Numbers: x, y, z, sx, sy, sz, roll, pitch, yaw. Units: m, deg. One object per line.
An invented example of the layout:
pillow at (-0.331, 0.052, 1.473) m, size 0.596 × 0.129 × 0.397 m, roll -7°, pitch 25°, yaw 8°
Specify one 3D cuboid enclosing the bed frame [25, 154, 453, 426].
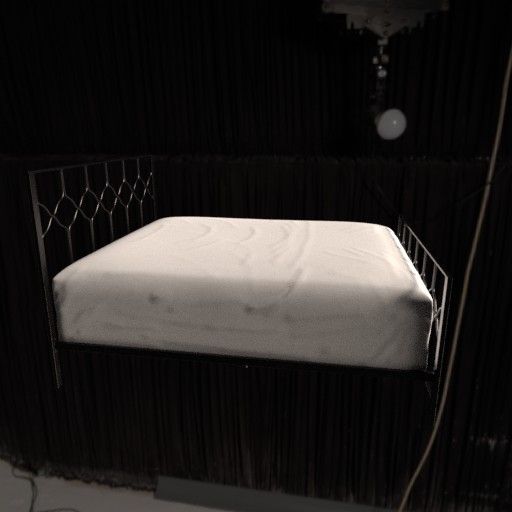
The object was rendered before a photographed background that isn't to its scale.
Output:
bed frame at (0.000, 0.000, 2.961) m, size 2.063 × 1.222 × 1.597 m, roll 3°, pitch 16°, yaw 9°
